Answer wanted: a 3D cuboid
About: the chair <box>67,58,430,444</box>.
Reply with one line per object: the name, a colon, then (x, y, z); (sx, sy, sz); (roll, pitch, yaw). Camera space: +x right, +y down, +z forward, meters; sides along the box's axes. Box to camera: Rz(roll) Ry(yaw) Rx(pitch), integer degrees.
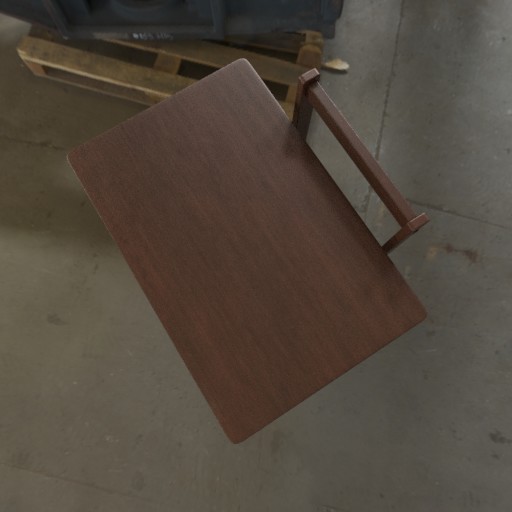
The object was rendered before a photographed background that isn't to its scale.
chair: (0.000, 0.000, 1.052); (0.463, 0.673, 0.599); (-32, 79, -7)
